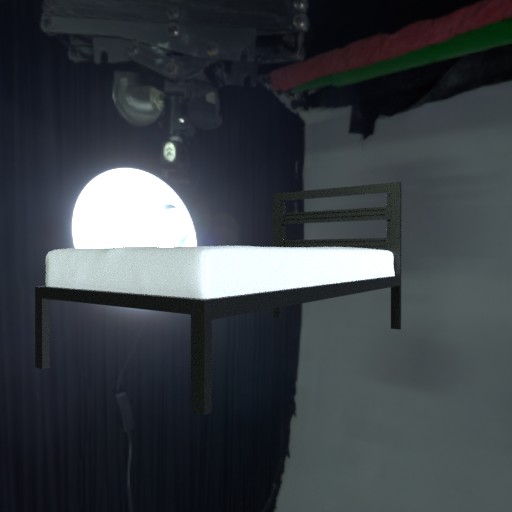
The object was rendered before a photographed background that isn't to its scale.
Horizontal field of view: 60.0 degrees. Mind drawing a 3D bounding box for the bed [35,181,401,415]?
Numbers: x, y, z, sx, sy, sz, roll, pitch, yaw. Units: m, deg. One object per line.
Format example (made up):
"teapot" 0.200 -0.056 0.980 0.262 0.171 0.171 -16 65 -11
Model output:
"bed" 0.000 0.000 2.432 0.991 0.967 1.930 0 0 36
